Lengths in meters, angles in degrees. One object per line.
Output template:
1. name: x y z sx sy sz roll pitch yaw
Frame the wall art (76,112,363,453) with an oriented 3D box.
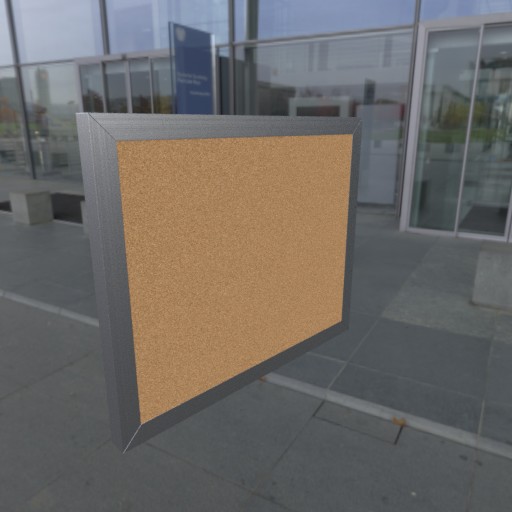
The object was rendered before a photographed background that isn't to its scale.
1. wall art: 0.000 0.000 0.756 0.557 0.456 0.032 -16 23 -42
